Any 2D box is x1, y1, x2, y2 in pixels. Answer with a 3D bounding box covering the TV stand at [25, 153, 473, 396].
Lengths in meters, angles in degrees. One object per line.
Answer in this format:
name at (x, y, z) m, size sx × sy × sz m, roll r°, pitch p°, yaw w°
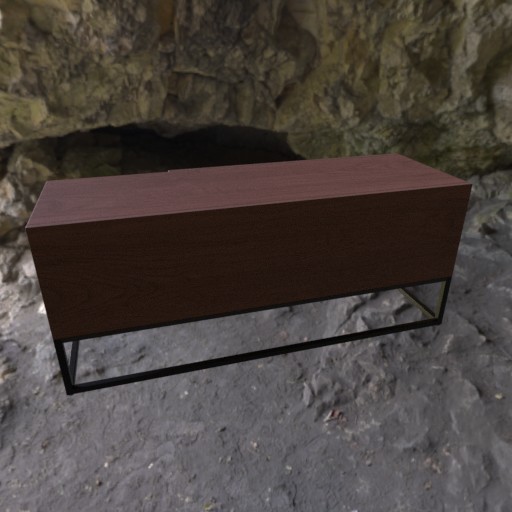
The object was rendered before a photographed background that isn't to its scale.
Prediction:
TV stand at (0.000, 0.000, 1.433) m, size 1.200 × 0.500 × 0.415 m, roll -7°, pitch 27°, yaw -15°
